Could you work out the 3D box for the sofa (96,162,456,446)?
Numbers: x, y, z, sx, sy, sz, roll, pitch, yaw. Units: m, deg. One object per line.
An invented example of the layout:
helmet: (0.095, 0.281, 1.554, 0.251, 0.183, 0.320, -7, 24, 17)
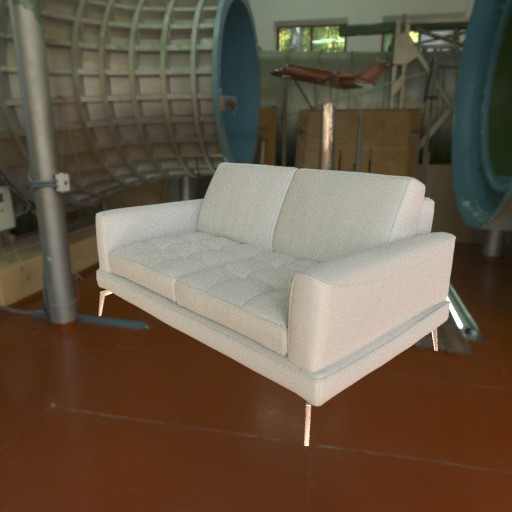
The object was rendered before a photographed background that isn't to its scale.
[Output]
sofa: (0.000, 0.000, 2.463, 1.121, 0.930, 1.819, -15, 21, -42)
